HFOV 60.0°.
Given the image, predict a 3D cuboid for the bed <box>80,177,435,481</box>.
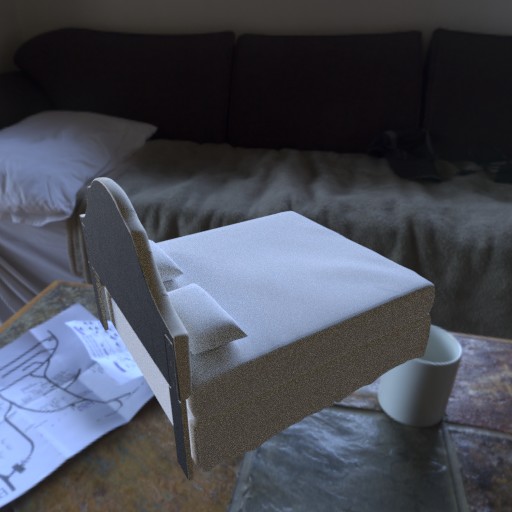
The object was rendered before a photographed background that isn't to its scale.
[{"bbox_3d":[0.000,0.000,3.572,2.214,1.615,2.008,-16,31,-29],"label":"bed"}]
